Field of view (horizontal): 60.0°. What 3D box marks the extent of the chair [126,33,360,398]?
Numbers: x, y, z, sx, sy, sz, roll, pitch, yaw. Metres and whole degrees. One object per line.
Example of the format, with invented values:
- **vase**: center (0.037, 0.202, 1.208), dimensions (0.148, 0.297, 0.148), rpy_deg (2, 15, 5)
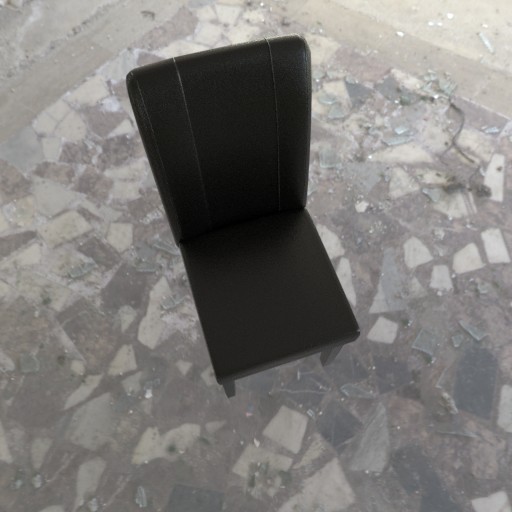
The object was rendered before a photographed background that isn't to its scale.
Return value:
- **chair**: center (0.000, 0.000, 1.196), dimensions (0.399, 0.897, 0.556), rpy_deg (-16, 65, -8)
